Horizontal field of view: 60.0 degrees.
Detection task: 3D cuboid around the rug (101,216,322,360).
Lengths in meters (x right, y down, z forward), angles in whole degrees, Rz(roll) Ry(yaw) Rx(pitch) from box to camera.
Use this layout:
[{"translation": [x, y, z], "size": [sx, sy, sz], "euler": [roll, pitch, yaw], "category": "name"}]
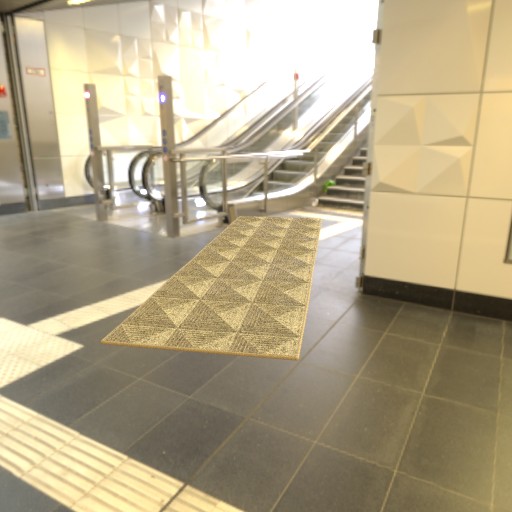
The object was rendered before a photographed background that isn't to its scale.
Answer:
[{"translation": [0.000, 0.000, 2.407], "size": [0.645, 0.015, 2.182], "euler": [3, 16, 10], "category": "rug"}]
